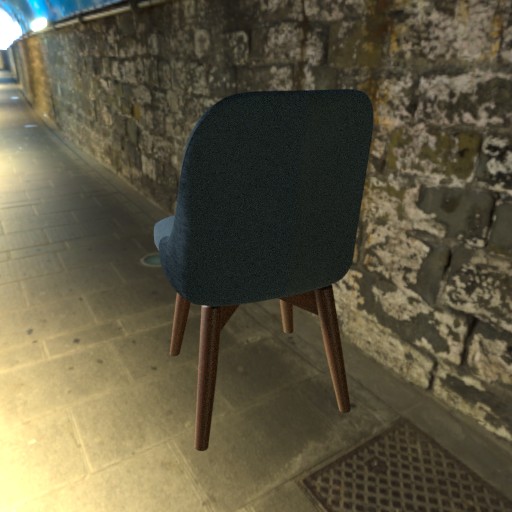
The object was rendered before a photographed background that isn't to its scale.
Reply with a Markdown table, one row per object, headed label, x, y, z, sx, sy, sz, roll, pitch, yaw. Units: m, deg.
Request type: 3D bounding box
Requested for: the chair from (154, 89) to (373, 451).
| label | x | y | z | sx | sy | sz | roll | pitch | yaw |
| --- | --- | --- | --- | --- | --- | --- | --- | --- | --- |
| chair | 0.000 | 0.000 | 1.208 | 0.503 | 0.882 | 0.589 | -8 | 25 | -17 |
